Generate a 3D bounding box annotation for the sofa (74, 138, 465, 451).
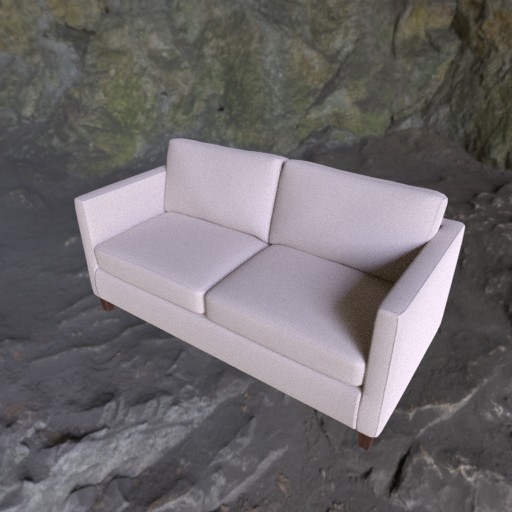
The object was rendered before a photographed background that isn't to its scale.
[{"bbox_3d":[0.000,0.000,2.230,1.722,0.888,0.873,19,35,30],"label":"sofa"}]
